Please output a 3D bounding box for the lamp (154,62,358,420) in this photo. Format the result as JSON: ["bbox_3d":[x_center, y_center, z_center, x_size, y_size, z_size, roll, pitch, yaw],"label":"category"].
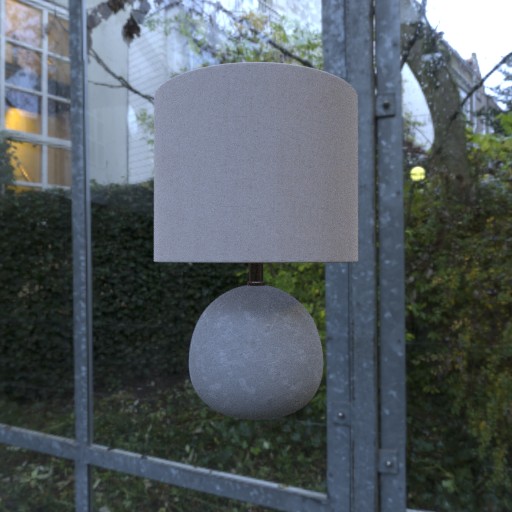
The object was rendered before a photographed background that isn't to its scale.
[{"bbox_3d":[0.000,0.000,0.600,0.269,0.409,0.269,0,0,36],"label":"lamp"}]
